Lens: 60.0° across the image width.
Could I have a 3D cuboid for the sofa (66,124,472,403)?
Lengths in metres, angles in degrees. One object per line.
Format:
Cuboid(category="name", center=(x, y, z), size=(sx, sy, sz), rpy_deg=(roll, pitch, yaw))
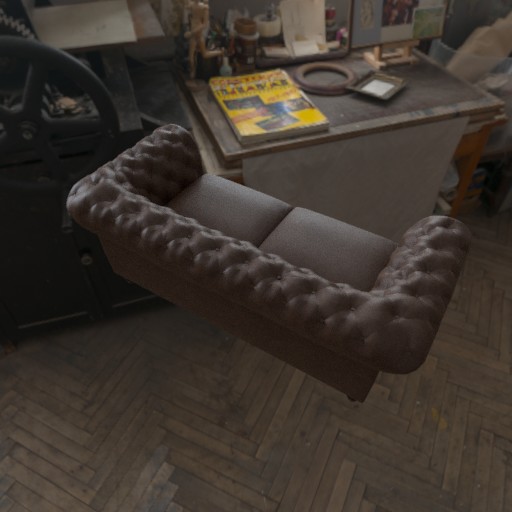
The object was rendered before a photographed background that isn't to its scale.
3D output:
Cuboid(category="sofa", center=(0.000, 0.000, 2.549), size=(2.048, 0.784, 0.955), rpy_deg=(24, 50, 22))
